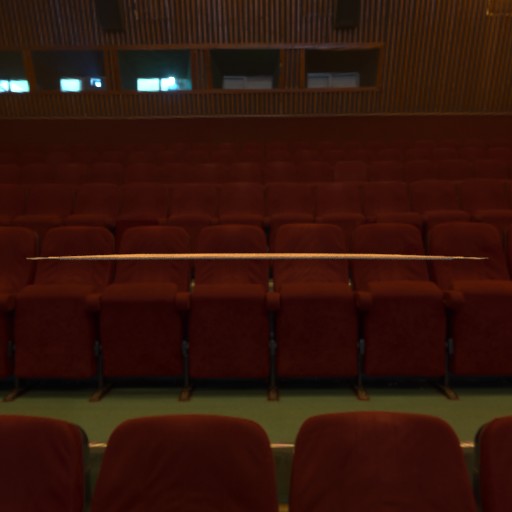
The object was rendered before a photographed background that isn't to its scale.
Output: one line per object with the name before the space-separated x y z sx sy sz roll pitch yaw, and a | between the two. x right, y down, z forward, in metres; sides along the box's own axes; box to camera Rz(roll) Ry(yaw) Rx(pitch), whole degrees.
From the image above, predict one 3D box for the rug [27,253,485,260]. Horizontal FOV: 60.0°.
rug | 0.000 0.000 3.141 2.465 0.023 1.619 0 1 0
